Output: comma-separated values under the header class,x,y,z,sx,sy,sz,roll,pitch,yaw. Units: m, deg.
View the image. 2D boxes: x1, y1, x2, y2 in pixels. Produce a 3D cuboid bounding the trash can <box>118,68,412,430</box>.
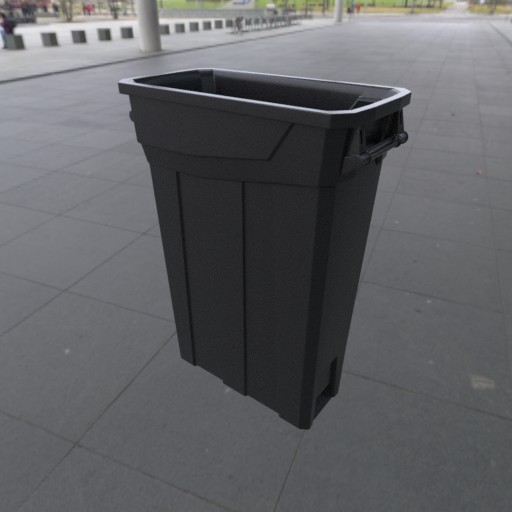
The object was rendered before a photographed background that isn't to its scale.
class,x,y,z,sx,sy,sz,roll,pitch,yaw
trash can,0.000,0.000,1.046,0.559,0.762,0.281,21,36,32
